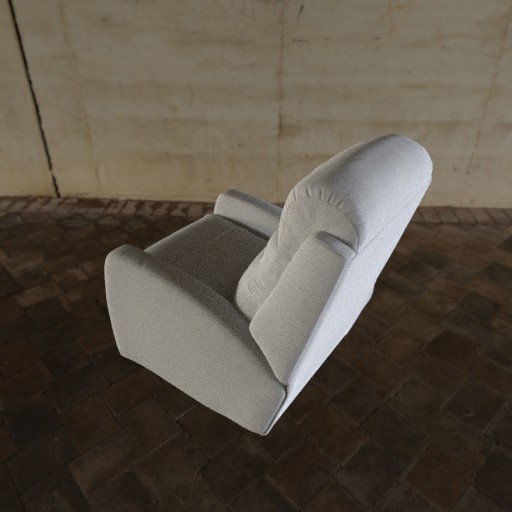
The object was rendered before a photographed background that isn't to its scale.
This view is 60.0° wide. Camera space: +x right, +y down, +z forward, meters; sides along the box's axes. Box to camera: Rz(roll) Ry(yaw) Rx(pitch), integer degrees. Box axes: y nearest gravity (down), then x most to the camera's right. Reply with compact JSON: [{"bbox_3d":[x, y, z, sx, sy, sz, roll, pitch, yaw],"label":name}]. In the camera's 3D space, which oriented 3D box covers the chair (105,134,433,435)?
[{"bbox_3d":[0.000,0.000,1.713,1.043,1.013,0.798,21,37,29],"label":"chair"}]
